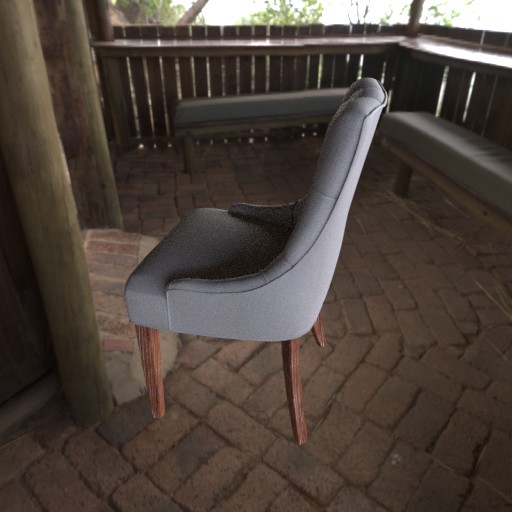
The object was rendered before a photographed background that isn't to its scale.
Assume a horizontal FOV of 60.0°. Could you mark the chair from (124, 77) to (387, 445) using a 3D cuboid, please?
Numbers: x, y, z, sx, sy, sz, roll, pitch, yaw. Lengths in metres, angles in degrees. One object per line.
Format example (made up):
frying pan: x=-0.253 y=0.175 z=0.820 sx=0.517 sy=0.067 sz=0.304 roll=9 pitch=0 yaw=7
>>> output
chair: x=0.000 y=0.000 z=1.194 sx=0.565 sy=0.874 sz=0.509 roll=8 pitch=31 yaw=13
